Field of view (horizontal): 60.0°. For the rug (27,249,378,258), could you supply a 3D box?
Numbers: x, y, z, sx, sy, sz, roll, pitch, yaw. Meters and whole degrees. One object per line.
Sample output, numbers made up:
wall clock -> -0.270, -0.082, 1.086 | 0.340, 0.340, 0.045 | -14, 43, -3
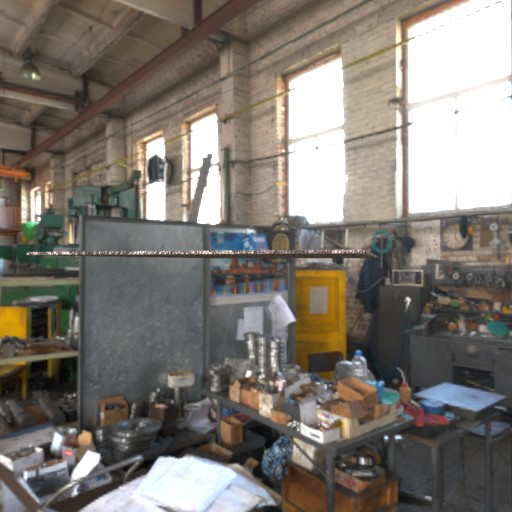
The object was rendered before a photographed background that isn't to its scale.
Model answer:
rug -> 0.000, 0.000, 2.283 | 1.186, 0.012, 1.814 | 0, -1, 16
